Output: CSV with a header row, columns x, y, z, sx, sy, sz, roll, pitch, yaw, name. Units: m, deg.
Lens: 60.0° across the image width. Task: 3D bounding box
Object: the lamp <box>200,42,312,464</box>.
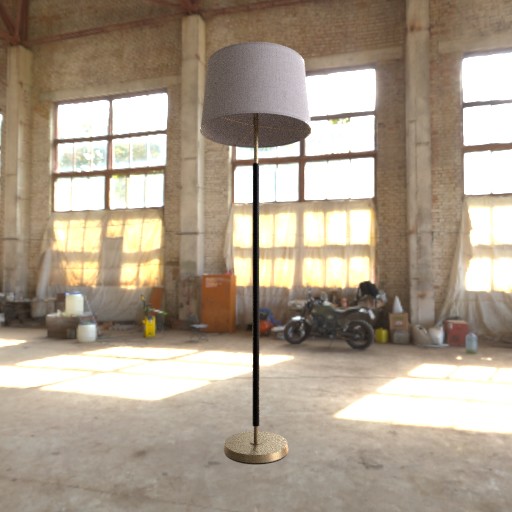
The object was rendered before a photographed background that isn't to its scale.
x,y,z,sx,sy,sz,roll,pitch,yaw,name
0.000,0.000,1.669,0.420,1.447,0.420,0,-2,0,lamp
